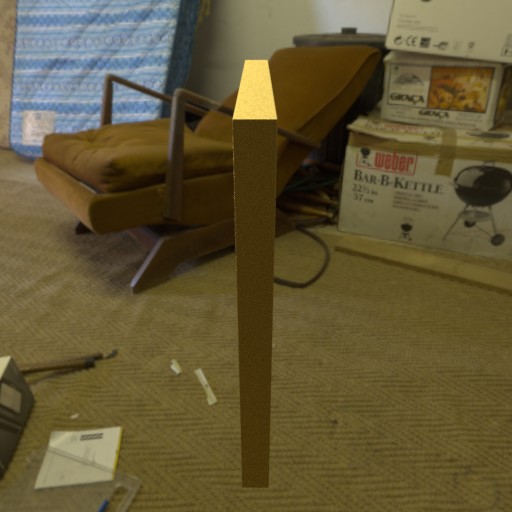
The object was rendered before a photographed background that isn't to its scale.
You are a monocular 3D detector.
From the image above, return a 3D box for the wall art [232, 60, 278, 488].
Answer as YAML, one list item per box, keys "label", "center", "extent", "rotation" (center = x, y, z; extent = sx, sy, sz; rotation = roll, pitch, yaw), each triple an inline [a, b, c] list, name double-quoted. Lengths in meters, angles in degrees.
- label: "wall art"
  center: [0.000, 0.000, 0.860]
  extent: [0.048, 0.642, 0.537]
  rotation: [0, 30, 0]
